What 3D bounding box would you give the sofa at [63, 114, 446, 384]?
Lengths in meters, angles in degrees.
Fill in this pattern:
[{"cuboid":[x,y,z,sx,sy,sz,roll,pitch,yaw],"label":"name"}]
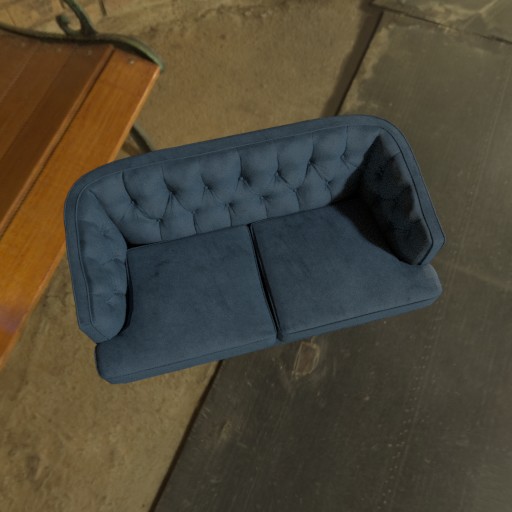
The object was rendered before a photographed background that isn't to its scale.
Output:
[{"cuboid":[0.000,0.000,2.330,1.733,0.854,0.941,-13,66,-6],"label":"sofa"}]
